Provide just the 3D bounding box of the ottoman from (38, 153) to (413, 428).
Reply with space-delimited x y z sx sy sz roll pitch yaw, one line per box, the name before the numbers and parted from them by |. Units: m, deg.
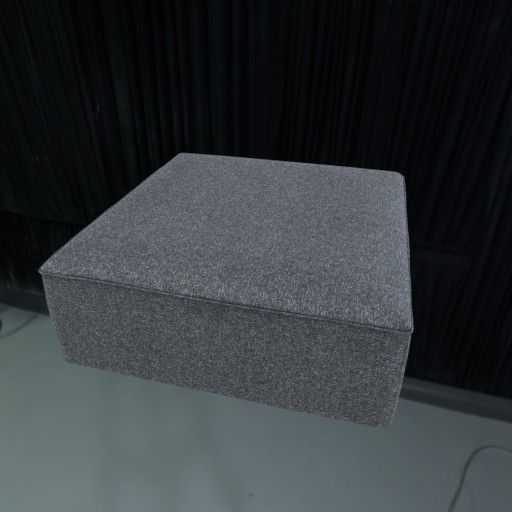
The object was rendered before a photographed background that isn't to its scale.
ottoman | 0.000 0.000 1.603 1.021 0.423 1.017 8 33 13
